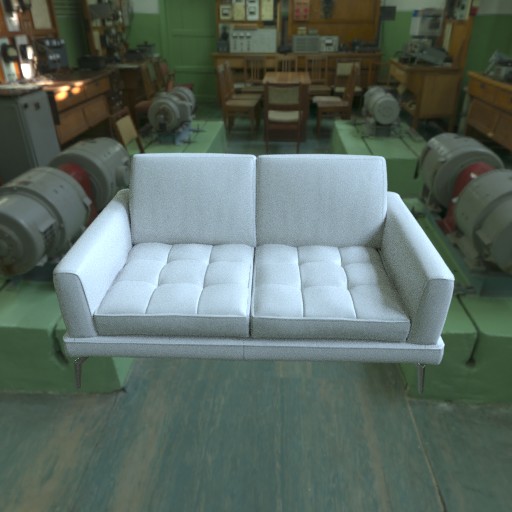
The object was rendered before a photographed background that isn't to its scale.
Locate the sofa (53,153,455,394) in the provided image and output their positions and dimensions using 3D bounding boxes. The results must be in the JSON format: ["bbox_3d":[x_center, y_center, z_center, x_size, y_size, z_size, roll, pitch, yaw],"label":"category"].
[{"bbox_3d":[0.000,0.000,2.434,1.819,0.930,1.121,1,29,2],"label":"sofa"}]
